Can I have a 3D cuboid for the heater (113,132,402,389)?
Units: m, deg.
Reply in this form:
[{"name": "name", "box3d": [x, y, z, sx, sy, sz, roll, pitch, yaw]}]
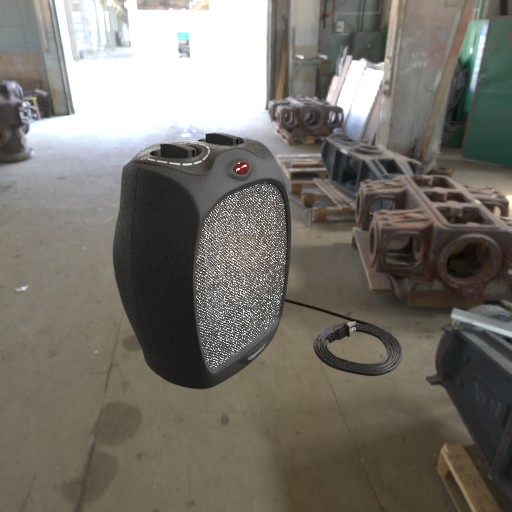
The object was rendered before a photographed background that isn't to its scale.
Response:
[{"name": "heater", "box3d": [0.000, 0.000, 0.466, 0.291, 0.240, 0.239, 18, 32, 33]}]
